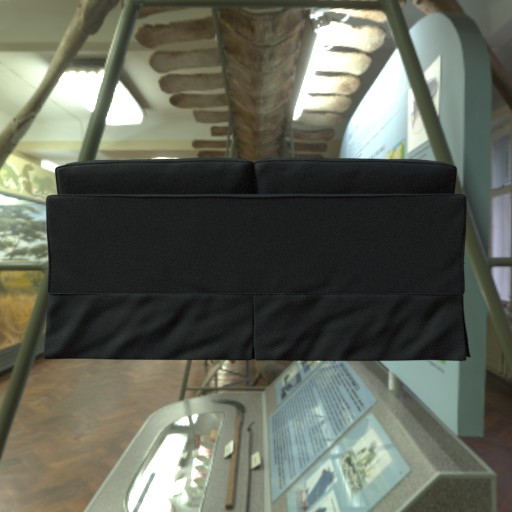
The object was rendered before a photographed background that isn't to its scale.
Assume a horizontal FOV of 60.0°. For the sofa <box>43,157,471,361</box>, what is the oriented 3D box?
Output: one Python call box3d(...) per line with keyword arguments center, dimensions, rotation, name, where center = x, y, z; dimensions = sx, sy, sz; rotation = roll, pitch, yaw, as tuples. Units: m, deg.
box3d(center=(0.000, 0.000, 2.782), dimensions=(2.256, 1.094, 0.983), rotation=(0, 0, 1), name="sofa")
